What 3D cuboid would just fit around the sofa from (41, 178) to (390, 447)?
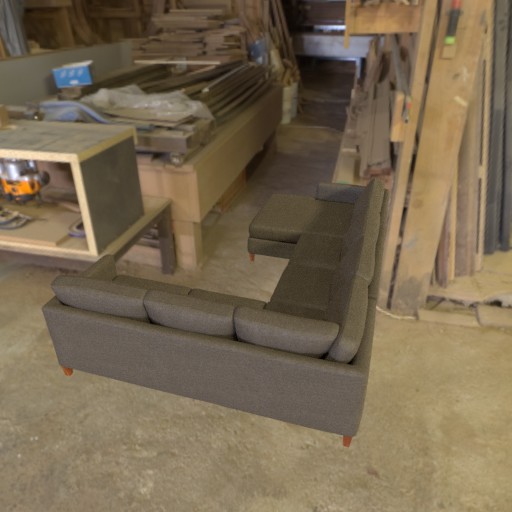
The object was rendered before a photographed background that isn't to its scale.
[{"bbox_3d":[0.000,0.000,4.744,2.594,0.961,3.460,9,31,15],"label":"sofa"}]
